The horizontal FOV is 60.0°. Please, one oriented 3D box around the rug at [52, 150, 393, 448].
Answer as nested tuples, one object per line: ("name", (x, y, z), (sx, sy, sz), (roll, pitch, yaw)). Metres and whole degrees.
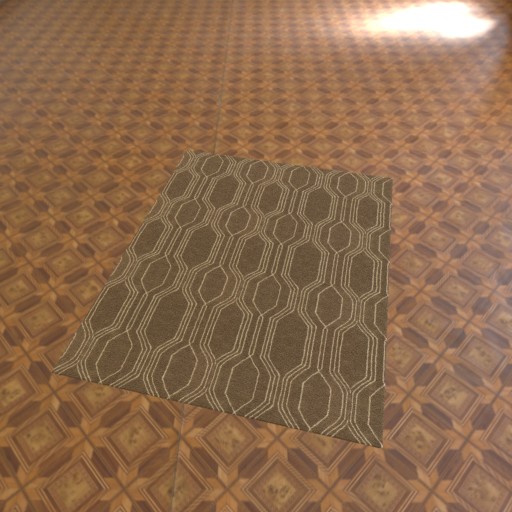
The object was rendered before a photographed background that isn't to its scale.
("rug", (0.000, 0.000, 4.177), (2.457, 0.012, 3.062), (10, 47, 9))
